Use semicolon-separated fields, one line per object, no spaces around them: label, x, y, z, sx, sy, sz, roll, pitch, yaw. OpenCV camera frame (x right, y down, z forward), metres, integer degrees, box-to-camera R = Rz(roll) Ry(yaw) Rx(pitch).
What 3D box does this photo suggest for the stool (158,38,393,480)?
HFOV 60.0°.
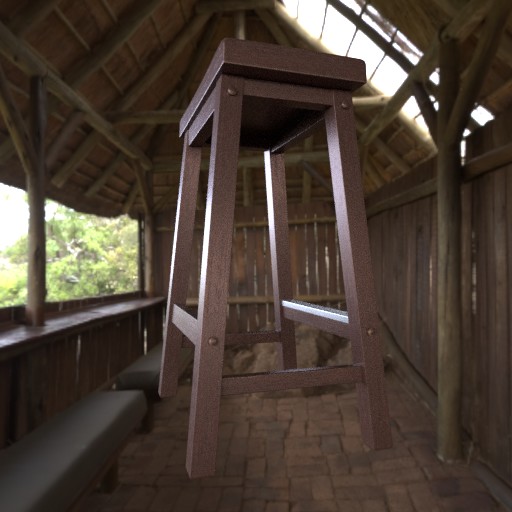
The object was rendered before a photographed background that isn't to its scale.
stool;0.000;0.000;0.843;0.322;0.610;0.406;0;0;-18
